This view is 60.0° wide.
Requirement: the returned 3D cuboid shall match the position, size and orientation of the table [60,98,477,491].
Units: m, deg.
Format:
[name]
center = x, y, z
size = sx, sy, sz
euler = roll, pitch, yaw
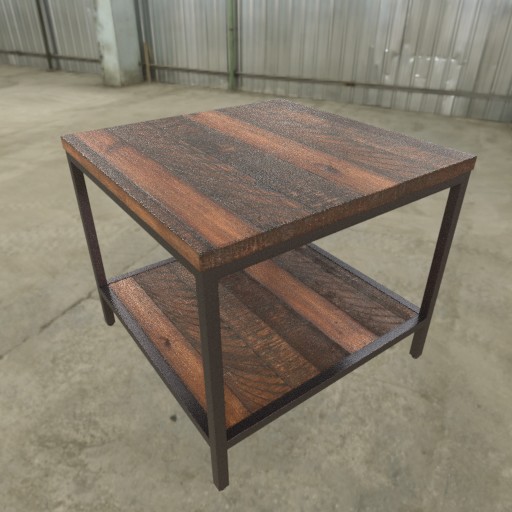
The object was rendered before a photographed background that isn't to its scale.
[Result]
[table]
center = 0.000, 0.000, 0.946
size = 0.553, 0.482, 0.548
euler = -21, 38, -30
